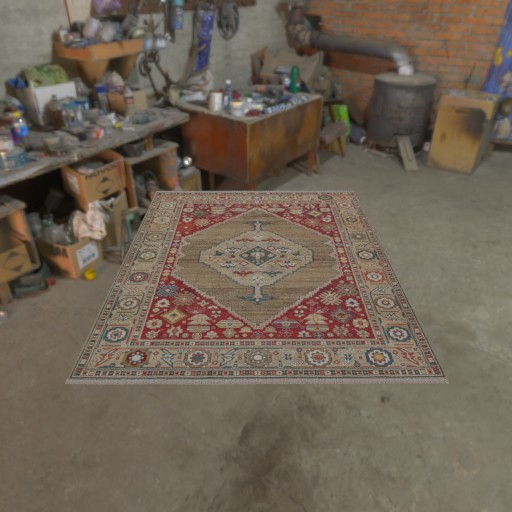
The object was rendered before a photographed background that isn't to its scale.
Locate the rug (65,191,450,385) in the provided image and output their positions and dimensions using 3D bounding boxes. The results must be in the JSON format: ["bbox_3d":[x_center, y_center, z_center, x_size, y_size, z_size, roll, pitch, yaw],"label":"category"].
[{"bbox_3d":[0.000,0.000,4.156,2.451,0.008,3.143,0,31,0],"label":"rug"}]
